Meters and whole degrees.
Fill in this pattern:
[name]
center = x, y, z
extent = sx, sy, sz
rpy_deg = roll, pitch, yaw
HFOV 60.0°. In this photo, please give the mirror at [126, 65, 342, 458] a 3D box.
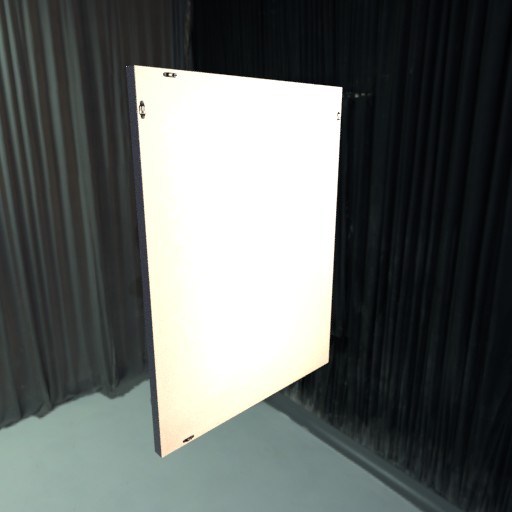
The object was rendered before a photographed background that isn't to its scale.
[mirror]
center = 0.000, 0.000, 1.363
extent = 0.762, 1.016, 0.040
rpy_deg = -15, 22, -42
